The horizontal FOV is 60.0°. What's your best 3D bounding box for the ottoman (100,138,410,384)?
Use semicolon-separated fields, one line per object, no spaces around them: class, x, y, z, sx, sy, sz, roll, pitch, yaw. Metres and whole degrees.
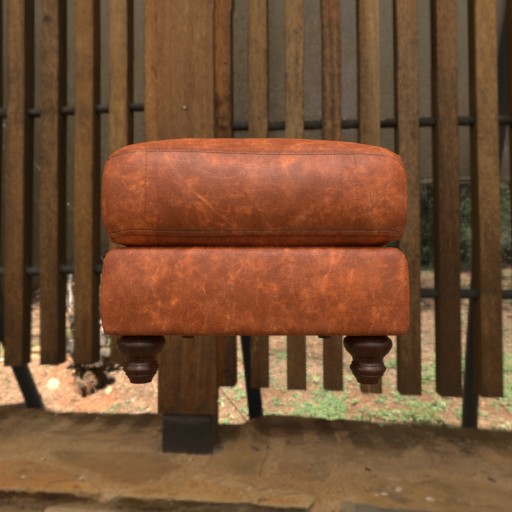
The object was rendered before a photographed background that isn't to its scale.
ottoman;0.000;0.000;1.276;0.657;0.562;0.832;0;-2;0
